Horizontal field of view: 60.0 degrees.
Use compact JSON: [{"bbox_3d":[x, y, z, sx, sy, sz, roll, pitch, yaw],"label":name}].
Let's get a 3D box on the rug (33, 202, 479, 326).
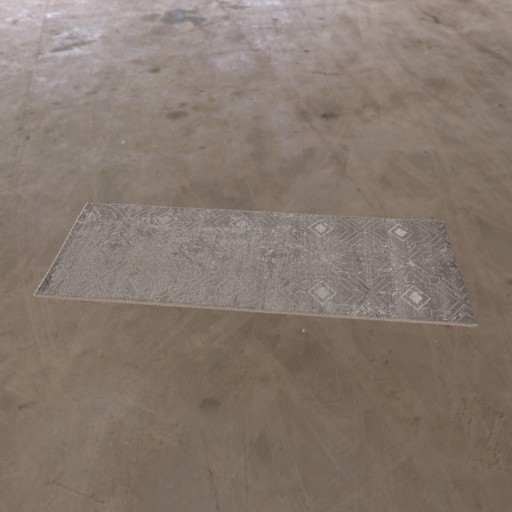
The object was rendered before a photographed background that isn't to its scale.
[{"bbox_3d":[0.000,0.000,2.654,2.381,0.035,0.832,3,45,3],"label":"rug"}]
